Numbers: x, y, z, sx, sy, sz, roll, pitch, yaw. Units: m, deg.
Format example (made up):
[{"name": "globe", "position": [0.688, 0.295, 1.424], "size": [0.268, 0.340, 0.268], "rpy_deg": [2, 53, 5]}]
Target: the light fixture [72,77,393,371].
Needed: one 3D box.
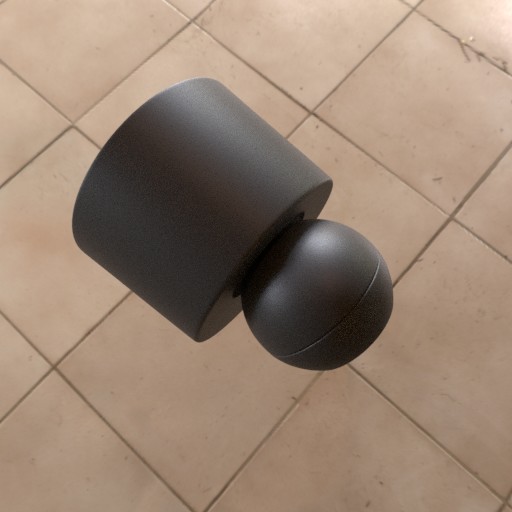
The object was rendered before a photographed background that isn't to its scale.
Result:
[{"name": "light fixture", "position": [0.000, 0.000, 0.270], "size": [0.160, 0.143, 0.134], "rpy_deg": [40, 78, 10]}]
